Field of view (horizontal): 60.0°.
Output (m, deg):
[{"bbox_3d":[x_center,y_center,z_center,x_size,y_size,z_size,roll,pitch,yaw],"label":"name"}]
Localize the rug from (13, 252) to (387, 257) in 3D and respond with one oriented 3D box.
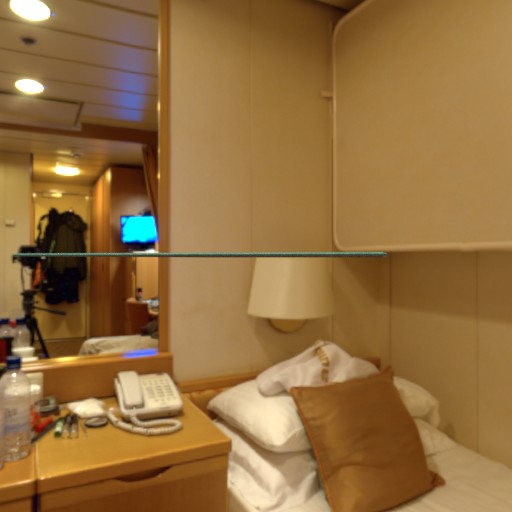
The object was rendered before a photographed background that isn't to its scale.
[{"bbox_3d":[0.000,0.000,2.756,1.554,0.012,2.205,0,0,16],"label":"rug"}]
